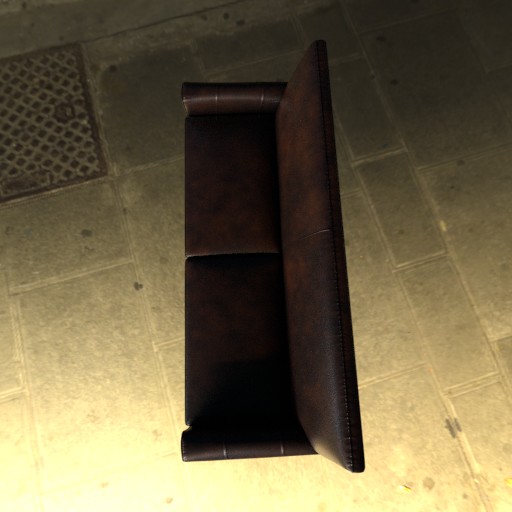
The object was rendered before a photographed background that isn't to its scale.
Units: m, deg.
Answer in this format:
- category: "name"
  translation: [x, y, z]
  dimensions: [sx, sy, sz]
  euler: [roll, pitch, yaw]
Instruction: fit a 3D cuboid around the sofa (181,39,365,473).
- category: "sofa"
  translation: [0.000, 0.000, 2.386]
  dimensions: [0.786, 0.871, 1.995]
  euler: [-2, 76, -1]
